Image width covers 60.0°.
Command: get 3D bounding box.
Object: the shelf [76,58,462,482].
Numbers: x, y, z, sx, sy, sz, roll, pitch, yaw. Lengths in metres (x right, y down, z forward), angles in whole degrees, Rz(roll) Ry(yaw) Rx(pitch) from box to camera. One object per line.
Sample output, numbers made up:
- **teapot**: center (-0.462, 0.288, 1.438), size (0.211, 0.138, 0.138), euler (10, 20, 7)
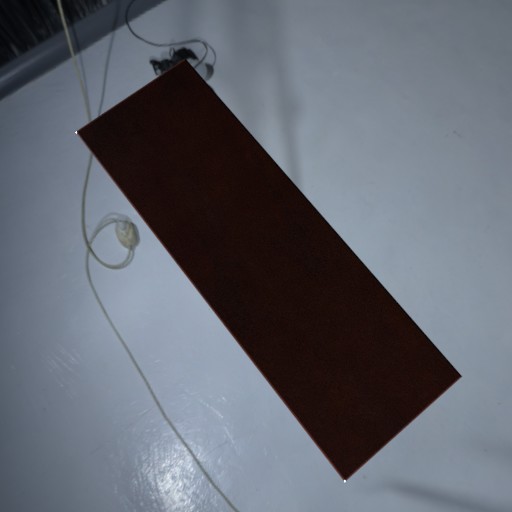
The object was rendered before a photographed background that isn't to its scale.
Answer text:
- **shelf**: center (0.000, 0.000, 0.507), size (0.152, 0.088, 0.457), euler (-38, 79, -8)
